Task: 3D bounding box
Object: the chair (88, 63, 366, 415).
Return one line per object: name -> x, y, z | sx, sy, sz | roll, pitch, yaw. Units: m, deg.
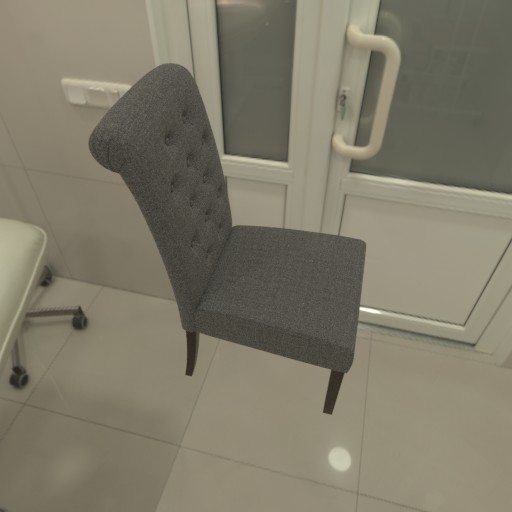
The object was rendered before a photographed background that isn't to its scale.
chair -> 0.000, 0.000, 1.365 | 0.671, 1.006, 0.456 | 10, 46, 10
